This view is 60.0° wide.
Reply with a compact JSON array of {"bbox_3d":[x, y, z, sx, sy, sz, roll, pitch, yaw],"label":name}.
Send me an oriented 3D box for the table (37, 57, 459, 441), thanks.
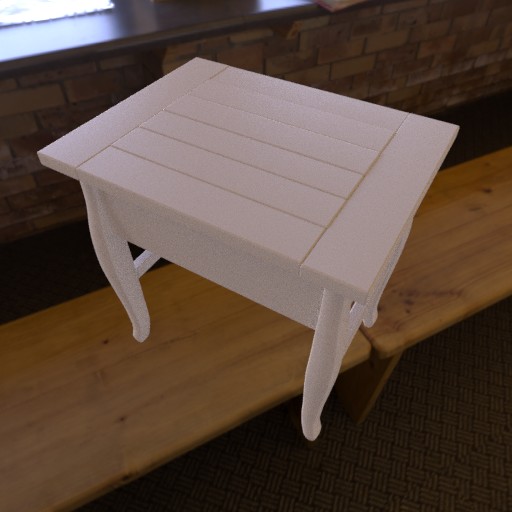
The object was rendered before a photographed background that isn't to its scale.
[{"bbox_3d":[0.000,0.000,1.002,0.599,0.605,0.463,23,51,21],"label":"table"}]
